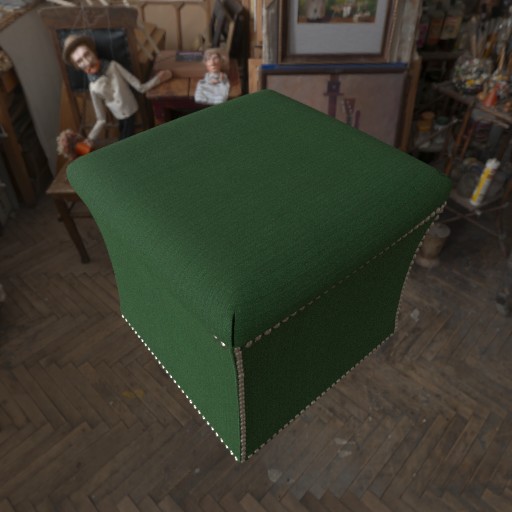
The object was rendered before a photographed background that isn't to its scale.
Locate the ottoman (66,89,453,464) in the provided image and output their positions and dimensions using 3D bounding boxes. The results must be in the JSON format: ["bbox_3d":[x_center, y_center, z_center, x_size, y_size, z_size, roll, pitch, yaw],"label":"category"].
[{"bbox_3d":[0.000,0.000,0.905,0.507,0.475,0.497,-31,52,-28],"label":"ottoman"}]
